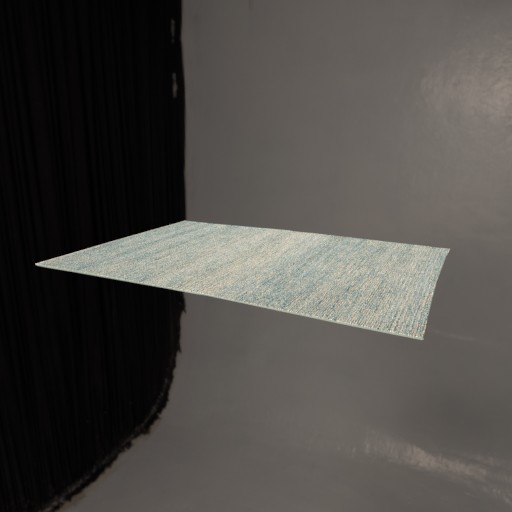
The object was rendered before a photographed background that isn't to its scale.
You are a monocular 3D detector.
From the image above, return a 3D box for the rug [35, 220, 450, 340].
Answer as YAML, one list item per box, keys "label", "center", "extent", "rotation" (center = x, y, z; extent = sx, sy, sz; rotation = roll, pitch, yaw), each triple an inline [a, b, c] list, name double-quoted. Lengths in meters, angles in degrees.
- label: "rug"
  center: [0.000, 0.000, 5.219]
  extent: [4.078, 0.052, 2.802]
  rotation: [8, 17, 26]
